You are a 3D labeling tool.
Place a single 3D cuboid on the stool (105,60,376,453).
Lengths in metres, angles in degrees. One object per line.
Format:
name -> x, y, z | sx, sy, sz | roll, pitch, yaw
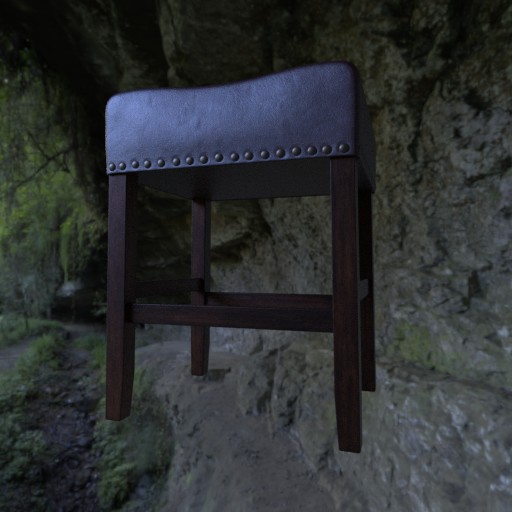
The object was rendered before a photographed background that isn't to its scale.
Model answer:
stool -> 0.000, 0.000, 0.925 | 0.465, 0.608, 0.397 | 0, -1, 19
